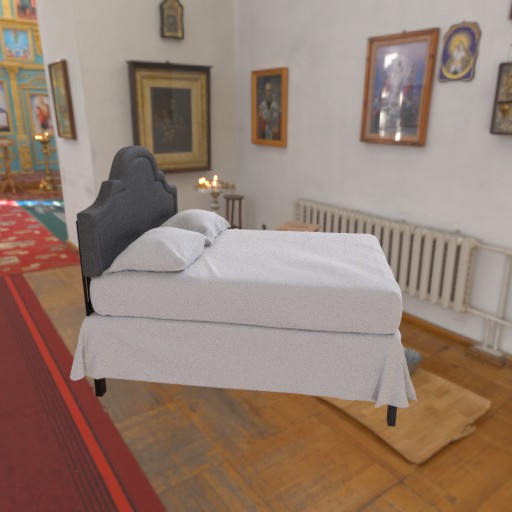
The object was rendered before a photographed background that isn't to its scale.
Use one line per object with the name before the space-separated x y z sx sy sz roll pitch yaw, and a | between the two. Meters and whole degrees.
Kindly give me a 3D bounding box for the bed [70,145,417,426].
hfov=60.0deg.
bed | 0.000 0.000 3.401 2.222 1.634 1.780 3 16 9
